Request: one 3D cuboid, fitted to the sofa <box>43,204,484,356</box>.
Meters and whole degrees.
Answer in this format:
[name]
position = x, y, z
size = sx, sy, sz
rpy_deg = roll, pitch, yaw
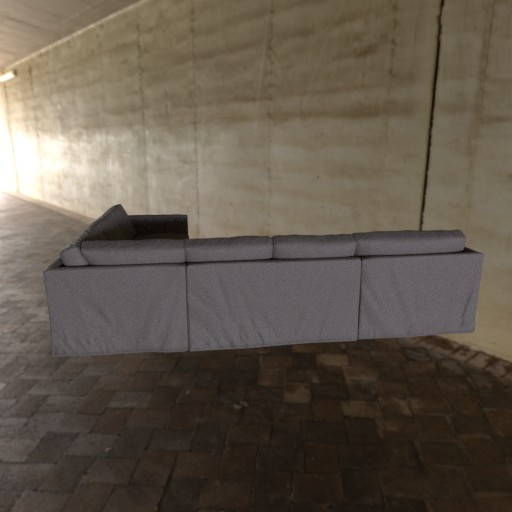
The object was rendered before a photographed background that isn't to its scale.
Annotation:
[sofa]
position = 0.000, 0.000, 4.635
size = 3.528, 0.878, 2.476
rpy_deg = -2, 15, -8
